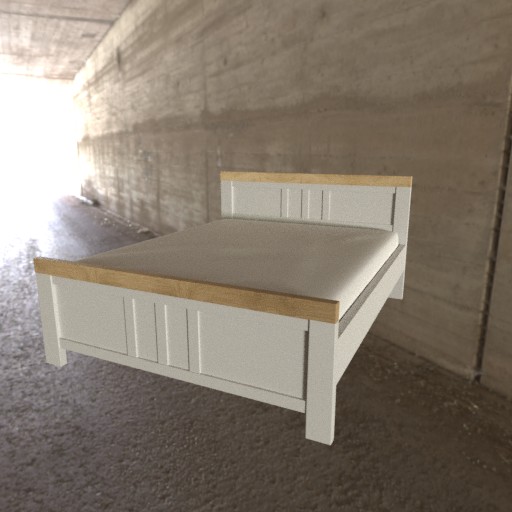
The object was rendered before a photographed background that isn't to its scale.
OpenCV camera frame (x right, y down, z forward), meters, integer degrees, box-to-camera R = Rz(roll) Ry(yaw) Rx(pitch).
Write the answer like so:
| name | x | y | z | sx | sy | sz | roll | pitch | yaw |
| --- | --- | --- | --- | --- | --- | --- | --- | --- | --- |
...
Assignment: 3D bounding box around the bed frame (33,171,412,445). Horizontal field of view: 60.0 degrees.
| name | x | y | z | sx | sy | sz | roll | pitch | yaw |
| --- | --- | --- | --- | --- | --- | --- | --- | --- | --- |
| bed frame | 0.000 | 0.000 | 2.954 | 1.670 | 0.980 | 2.050 | 7 | 15 | 25 |
